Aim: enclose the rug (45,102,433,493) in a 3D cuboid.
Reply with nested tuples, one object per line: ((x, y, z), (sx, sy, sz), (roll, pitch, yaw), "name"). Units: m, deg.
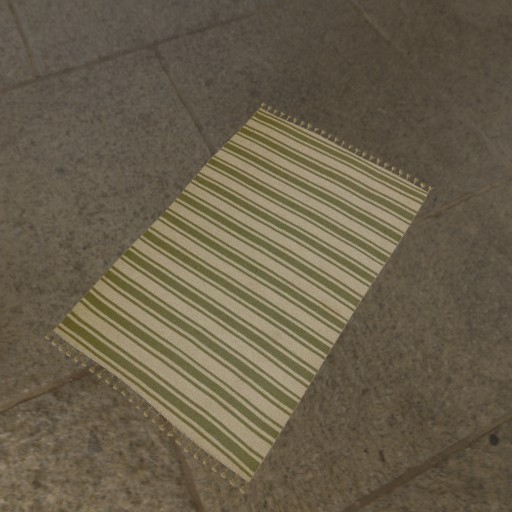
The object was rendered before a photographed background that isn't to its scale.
((0.000, 0.000, 2.308), (1.162, 0.013, 1.875), (32, 67, 15), "rug")
